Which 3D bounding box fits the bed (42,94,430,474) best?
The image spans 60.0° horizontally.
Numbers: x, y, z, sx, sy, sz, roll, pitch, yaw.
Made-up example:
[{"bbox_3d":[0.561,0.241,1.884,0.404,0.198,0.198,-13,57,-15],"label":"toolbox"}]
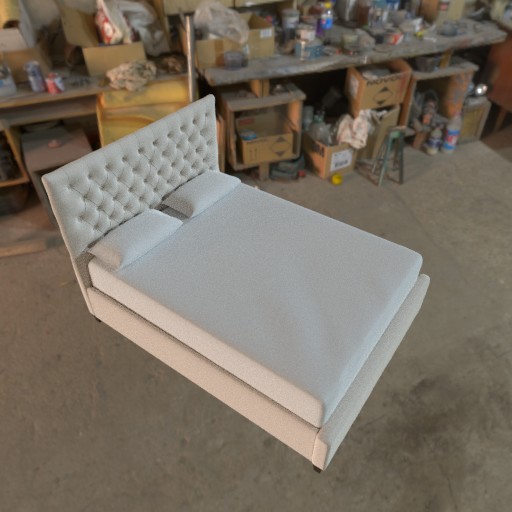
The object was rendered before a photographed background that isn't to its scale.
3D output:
[{"bbox_3d":[0.000,0.000,3.321,2.233,1.426,1.696,26,47,26],"label":"bed"}]
